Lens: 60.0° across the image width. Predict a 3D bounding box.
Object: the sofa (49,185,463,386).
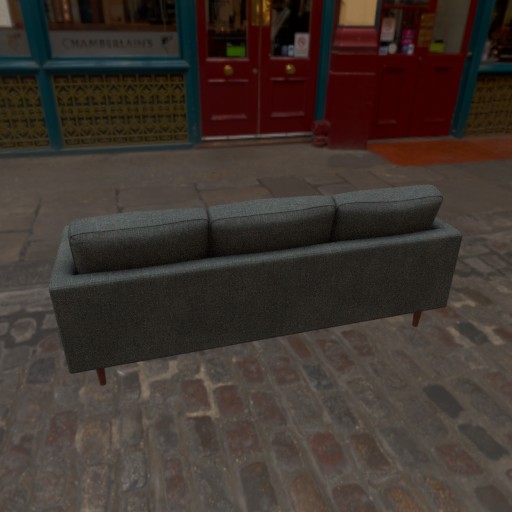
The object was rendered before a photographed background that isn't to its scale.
[{"bbox_3d":[0.000,0.000,2.742,2.246,0.930,0.903,-7,28,-14],"label":"sofa"}]
